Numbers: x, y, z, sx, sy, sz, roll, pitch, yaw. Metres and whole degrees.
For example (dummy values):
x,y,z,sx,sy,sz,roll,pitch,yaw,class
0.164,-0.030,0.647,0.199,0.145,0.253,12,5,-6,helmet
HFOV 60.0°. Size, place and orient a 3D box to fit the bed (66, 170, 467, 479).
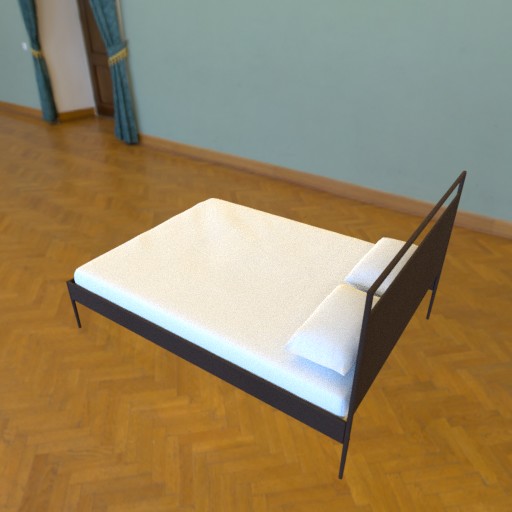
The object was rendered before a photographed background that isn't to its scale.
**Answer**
x,y,z,sx,sy,sz,roll,pitch,yaw,class
0.000,0.000,3.021,2.122,1.173,1.572,19,36,29,bed
